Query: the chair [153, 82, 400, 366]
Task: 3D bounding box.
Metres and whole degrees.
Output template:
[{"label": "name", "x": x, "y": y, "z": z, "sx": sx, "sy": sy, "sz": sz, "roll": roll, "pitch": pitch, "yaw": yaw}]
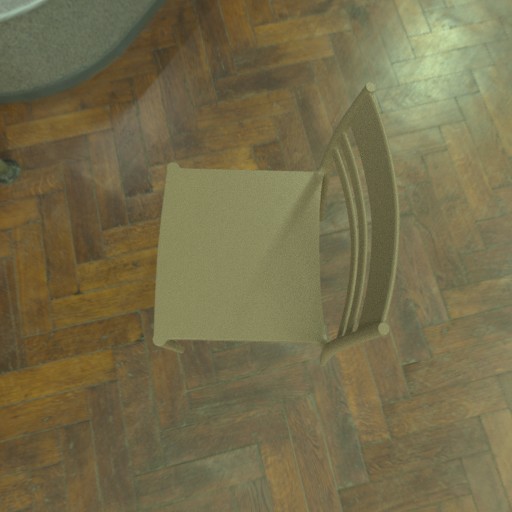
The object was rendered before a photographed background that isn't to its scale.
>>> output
[{"label": "chair", "x": 0.000, "y": 0.000, "z": 1.157, "sx": 0.511, "sy": 0.800, "sz": 0.531, "roll": 1, "pitch": 75, "yaw": 0}]
